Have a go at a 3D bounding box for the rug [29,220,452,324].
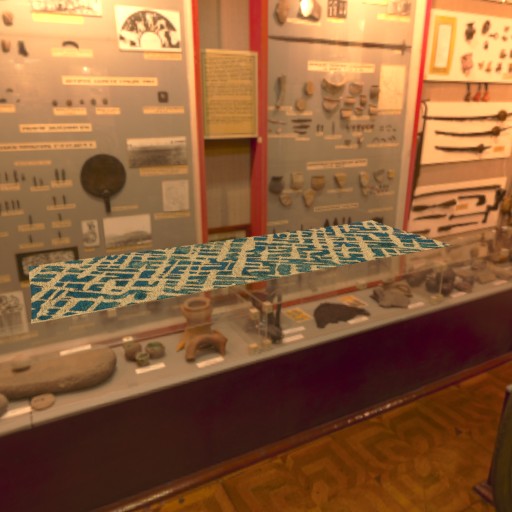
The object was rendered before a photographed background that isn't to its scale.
[{"bbox_3d":[0.000,0.000,2.661,2.446,0.011,0.768,-9,20,-25],"label":"rug"}]
